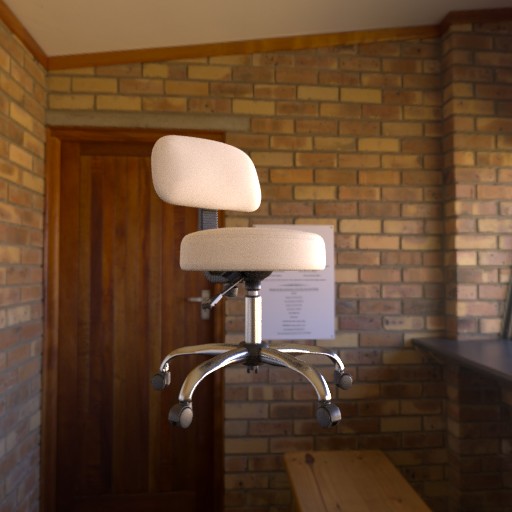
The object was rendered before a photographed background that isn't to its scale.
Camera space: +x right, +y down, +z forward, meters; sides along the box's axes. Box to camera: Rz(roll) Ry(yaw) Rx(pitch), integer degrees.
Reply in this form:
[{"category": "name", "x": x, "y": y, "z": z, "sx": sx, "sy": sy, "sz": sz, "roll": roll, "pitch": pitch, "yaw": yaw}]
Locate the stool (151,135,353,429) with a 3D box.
[{"category": "stool", "x": 0.000, "y": 0.000, "z": 1.272, "sx": 0.609, "sy": 0.810, "sz": 0.616, "roll": 1, "pitch": -2, "yaw": -36}]
